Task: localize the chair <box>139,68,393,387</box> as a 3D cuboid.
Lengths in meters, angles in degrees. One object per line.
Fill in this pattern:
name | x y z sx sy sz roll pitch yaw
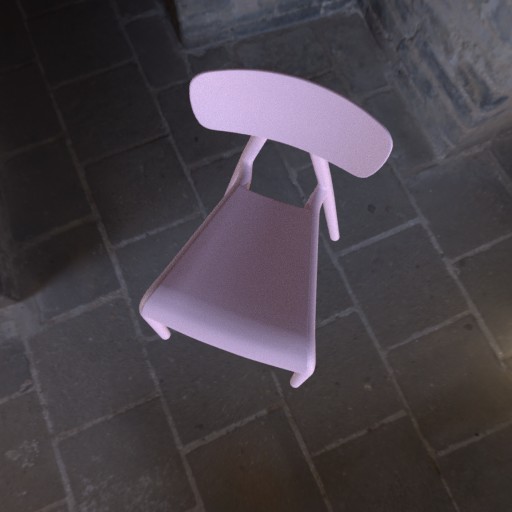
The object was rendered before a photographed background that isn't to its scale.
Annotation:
chair | 0.000 0.000 0.831 0.356 0.580 0.401 19 76 5
